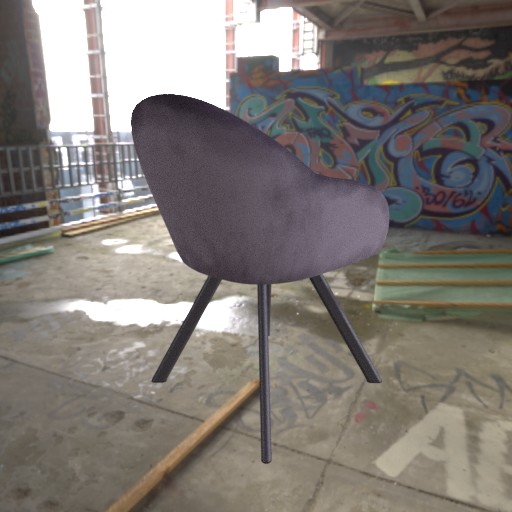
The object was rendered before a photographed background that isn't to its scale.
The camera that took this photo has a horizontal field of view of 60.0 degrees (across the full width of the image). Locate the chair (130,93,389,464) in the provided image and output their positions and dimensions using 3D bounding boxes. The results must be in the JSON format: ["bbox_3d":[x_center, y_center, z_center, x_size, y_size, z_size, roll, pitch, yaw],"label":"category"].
[{"bbox_3d":[0.000,0.000,1.194,0.590,0.795,0.550,-15,21,-42],"label":"chair"}]
